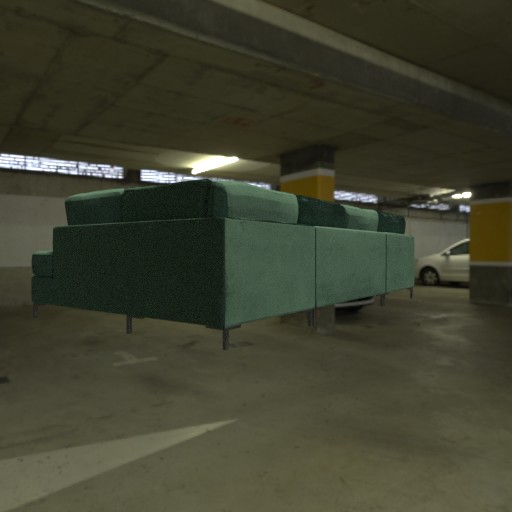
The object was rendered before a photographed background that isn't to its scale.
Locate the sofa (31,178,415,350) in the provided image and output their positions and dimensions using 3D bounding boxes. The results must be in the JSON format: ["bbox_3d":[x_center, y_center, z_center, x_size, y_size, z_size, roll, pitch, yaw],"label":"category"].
[{"bbox_3d":[0.000,0.000,4.358,2.055,0.992,3.434,0,1,36],"label":"sofa"}]
